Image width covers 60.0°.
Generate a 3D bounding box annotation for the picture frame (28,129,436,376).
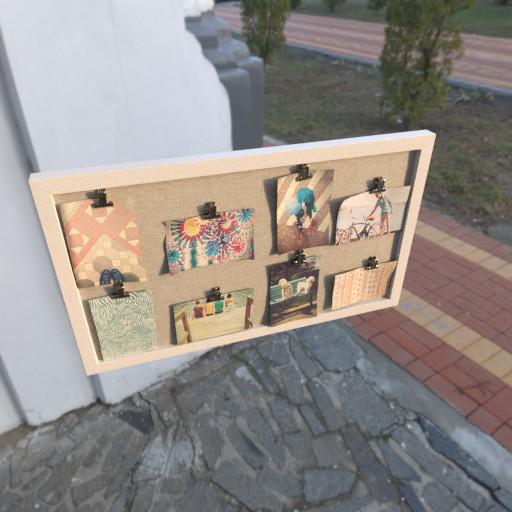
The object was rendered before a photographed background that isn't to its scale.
[{"bbox_3d":[0.000,0.000,0.785,0.647,0.379,0.044,-10,34,-15],"label":"picture frame"}]
